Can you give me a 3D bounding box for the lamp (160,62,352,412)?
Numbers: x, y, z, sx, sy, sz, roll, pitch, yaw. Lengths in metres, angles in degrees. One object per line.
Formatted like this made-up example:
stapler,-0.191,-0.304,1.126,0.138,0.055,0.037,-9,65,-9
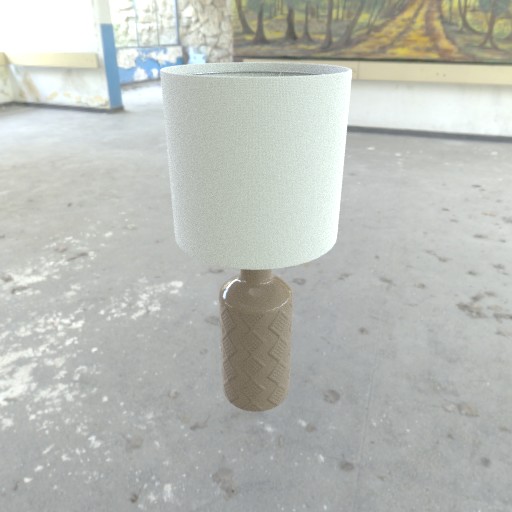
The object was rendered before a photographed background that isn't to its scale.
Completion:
lamp,0.000,0.000,0.589,0.207,0.461,0.207,9,28,17
